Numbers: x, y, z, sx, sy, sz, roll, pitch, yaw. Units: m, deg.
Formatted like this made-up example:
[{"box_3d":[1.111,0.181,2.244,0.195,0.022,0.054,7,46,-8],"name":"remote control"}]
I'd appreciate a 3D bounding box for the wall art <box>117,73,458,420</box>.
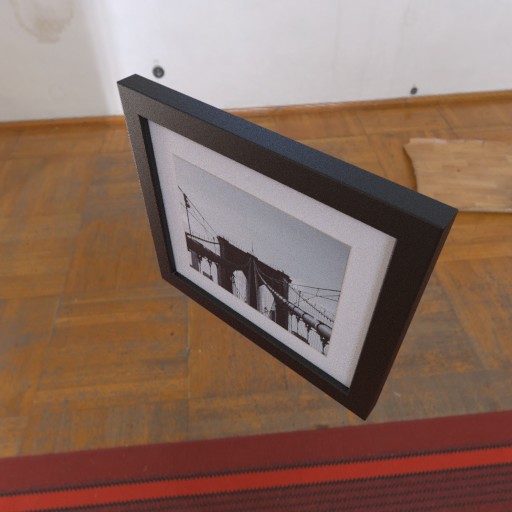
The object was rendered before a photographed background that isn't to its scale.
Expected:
[{"box_3d":[0.000,0.000,0.535,0.380,0.330,0.028,31,53,26],"name":"wall art"}]
